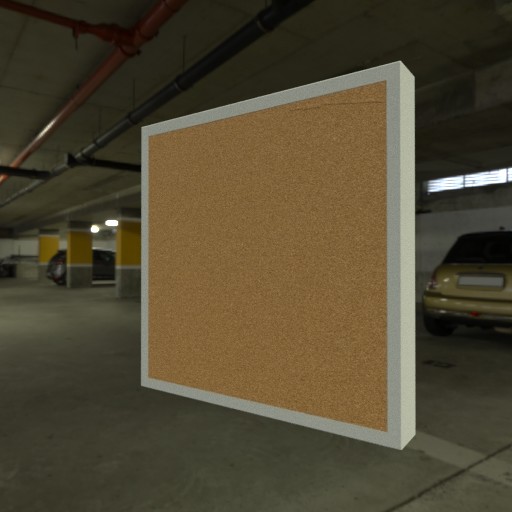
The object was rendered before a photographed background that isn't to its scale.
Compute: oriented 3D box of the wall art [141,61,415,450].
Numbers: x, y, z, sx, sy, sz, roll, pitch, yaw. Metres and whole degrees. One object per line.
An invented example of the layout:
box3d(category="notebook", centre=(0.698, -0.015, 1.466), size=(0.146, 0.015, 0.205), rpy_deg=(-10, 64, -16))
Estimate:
box3d(category="wall art", centre=(0.000, 0.000, 0.450), size=(0.305, 0.305, 0.038), rpy_deg=(0, 0, 35))
